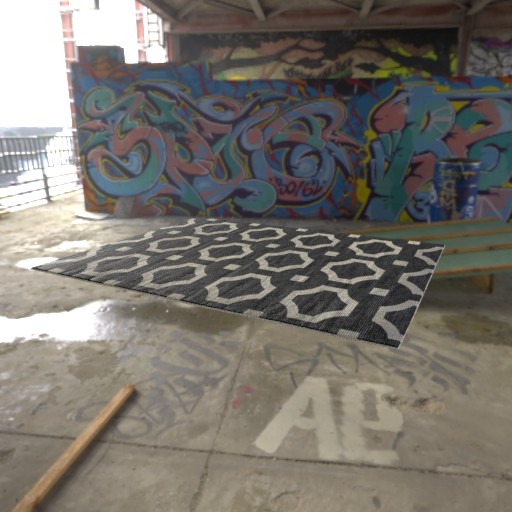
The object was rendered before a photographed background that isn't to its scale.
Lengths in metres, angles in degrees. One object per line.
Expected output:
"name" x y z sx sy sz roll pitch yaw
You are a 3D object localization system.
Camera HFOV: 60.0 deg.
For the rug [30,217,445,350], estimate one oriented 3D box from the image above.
"rug" 0.000 0.000 4.133 3.049 0.021 2.466 8 18 27
